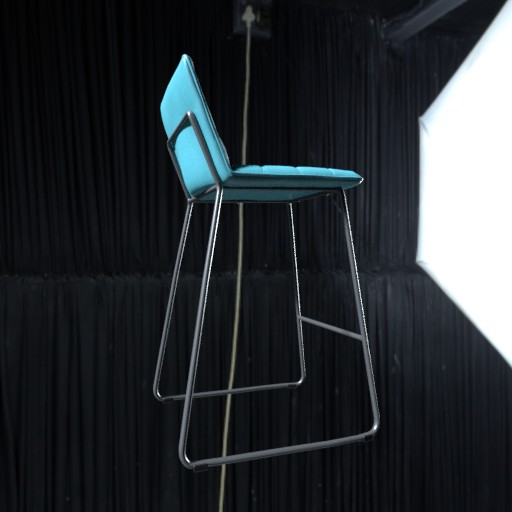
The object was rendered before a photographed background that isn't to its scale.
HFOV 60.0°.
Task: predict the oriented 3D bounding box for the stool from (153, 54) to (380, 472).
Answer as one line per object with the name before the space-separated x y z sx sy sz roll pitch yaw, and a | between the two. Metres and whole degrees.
stool | 0.000 0.000 1.267 0.524 0.936 0.489 0 1 -20
